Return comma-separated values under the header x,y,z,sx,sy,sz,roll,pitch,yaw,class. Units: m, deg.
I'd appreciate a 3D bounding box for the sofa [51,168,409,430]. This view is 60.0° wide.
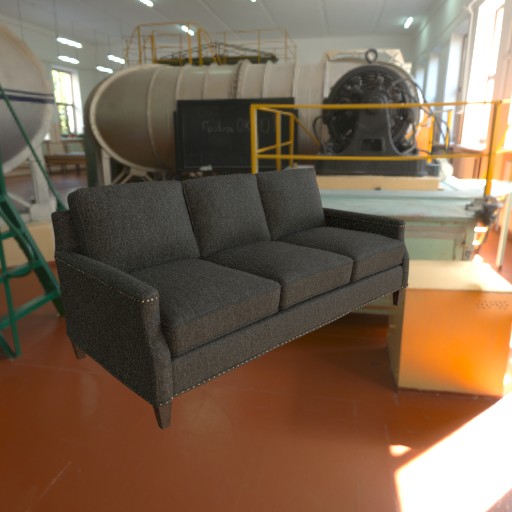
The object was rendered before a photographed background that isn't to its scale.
x,y,z,sx,sy,sz,roll,pitch,yaw,class
0.000,0.000,2.909,2.246,1.003,1.084,-15,21,-42,sofa
